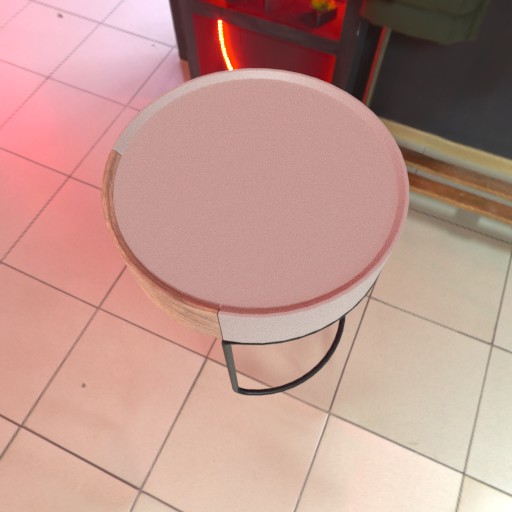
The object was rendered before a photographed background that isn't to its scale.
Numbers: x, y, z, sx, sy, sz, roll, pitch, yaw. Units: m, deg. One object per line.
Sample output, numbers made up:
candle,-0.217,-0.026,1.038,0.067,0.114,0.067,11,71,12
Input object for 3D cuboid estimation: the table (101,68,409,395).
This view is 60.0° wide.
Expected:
table,0.000,0.000,0.886,0.450,0.530,0.450,0,63,0
